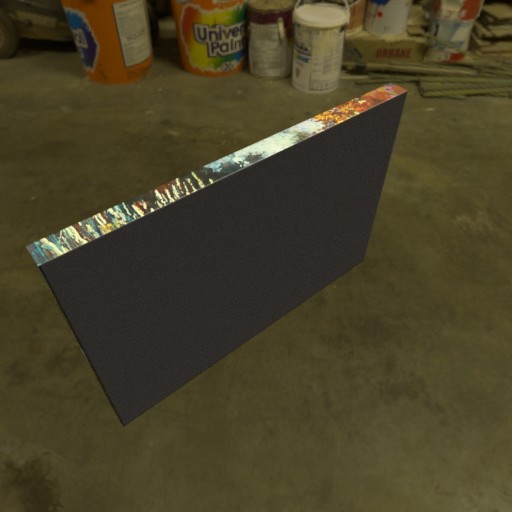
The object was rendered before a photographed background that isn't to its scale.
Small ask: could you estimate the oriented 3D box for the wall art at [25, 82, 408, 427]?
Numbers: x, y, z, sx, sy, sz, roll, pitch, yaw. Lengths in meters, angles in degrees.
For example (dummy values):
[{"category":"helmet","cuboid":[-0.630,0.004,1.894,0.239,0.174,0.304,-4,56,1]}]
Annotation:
[{"category":"wall art","cuboid":[0.000,0.000,0.746,0.610,0.406,0.037,-31,54,-26]}]
